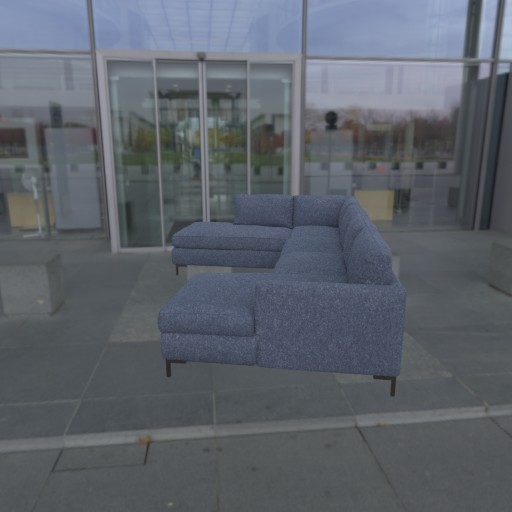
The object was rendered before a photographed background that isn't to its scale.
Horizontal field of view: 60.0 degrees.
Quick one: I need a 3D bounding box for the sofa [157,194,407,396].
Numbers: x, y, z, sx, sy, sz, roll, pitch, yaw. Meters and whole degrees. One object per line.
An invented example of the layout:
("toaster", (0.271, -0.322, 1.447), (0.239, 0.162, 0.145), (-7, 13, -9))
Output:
("sofa", (0.000, 0.000, 3.843), (2.007, 0.813, 2.956), (2, 14, 8))
